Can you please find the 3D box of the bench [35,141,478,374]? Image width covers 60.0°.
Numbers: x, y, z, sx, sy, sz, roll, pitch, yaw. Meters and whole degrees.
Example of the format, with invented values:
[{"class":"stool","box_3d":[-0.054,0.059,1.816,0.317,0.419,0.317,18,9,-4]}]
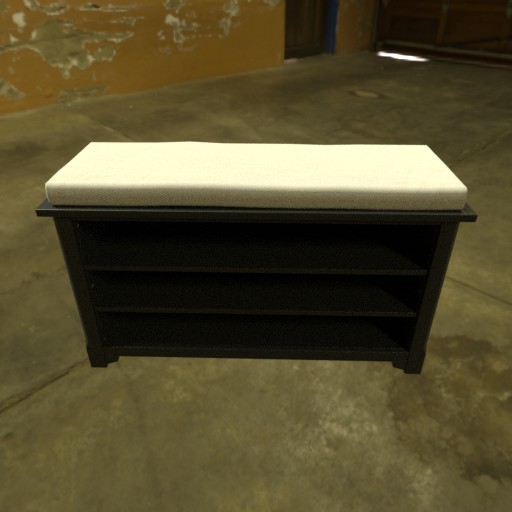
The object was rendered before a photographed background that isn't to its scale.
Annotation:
[{"class":"bench","box_3d":[0.000,0.000,1.235,0.973,0.561,0.345,1,32,1]}]
